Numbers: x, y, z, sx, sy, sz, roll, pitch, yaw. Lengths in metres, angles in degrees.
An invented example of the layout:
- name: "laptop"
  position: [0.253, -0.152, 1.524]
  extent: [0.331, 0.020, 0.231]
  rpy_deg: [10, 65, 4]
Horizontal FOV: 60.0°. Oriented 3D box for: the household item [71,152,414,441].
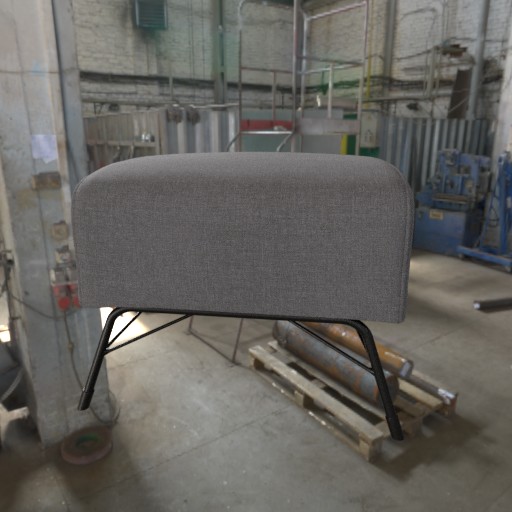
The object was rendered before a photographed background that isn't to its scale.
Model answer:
- name: "household item"
  position: [0.000, 0.000, 0.899]
  extent: [0.530, 0.410, 0.530]
  rpy_deg: [2, 15, 8]
